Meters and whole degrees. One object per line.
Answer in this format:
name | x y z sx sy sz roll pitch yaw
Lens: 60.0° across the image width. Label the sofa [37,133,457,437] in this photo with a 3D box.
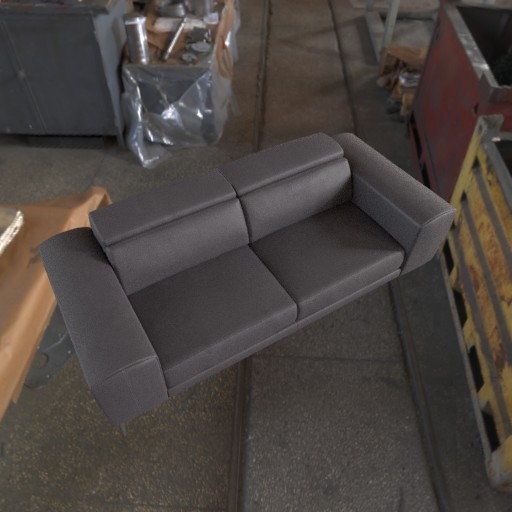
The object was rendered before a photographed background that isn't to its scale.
sofa | 0.000 0.000 2.806 2.330 0.814 1.048 -24 51 -21
